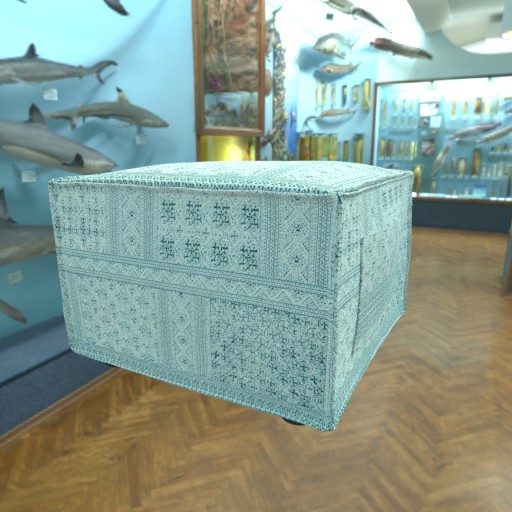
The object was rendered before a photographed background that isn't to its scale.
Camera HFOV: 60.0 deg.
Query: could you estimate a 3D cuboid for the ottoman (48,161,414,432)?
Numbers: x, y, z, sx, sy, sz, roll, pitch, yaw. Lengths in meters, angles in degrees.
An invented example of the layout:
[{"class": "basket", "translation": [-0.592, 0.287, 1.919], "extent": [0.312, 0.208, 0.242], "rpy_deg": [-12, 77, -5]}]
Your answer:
[{"class": "ottoman", "translation": [0.000, 0.000, 1.043], "extent": [0.626, 0.439, 0.617], "rpy_deg": [8, 16, 27]}]
